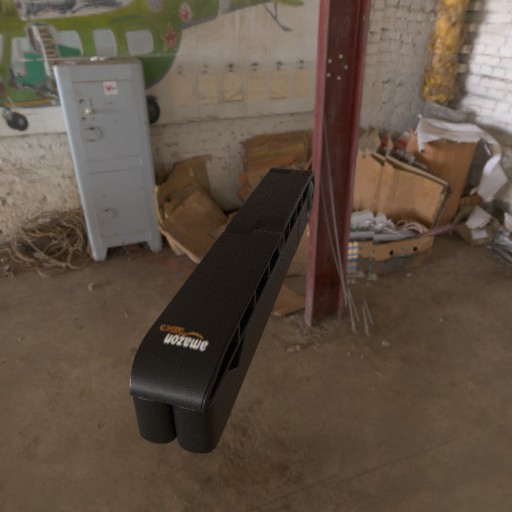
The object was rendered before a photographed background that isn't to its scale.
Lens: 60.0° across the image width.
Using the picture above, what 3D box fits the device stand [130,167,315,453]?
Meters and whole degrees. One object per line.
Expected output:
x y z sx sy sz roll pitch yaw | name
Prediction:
0.000 0.000 0.194 0.026 0.030 0.179 8 31 13 | device stand
